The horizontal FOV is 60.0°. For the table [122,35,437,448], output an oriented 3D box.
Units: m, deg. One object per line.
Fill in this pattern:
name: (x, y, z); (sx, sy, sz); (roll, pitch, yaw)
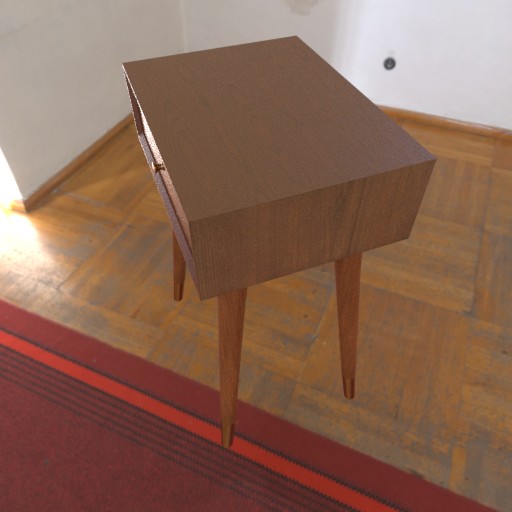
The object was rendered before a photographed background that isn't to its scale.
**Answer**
table: (0.000, 0.000, 0.812); (0.300, 0.599, 0.406); (-16, 49, -14)
